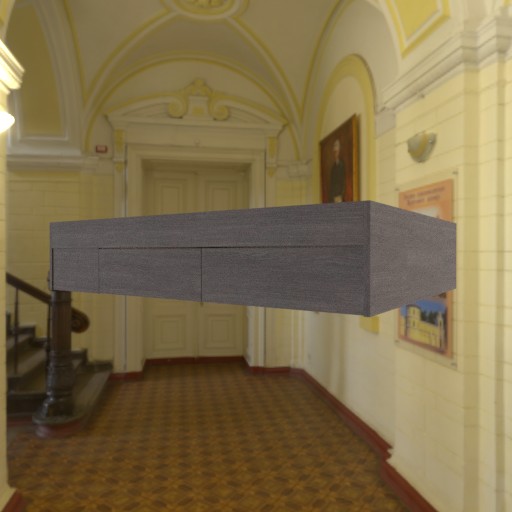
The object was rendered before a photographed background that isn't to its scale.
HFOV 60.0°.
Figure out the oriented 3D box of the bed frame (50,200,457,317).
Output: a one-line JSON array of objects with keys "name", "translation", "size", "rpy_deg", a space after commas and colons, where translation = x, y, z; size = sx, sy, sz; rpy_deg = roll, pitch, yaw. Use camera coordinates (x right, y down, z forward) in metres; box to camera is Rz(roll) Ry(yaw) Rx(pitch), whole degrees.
[{"name": "bed frame", "translation": [0.000, 0.000, 2.641], "size": [1.944, 0.459, 1.448], "rpy_deg": [0, 1, 35]}]
